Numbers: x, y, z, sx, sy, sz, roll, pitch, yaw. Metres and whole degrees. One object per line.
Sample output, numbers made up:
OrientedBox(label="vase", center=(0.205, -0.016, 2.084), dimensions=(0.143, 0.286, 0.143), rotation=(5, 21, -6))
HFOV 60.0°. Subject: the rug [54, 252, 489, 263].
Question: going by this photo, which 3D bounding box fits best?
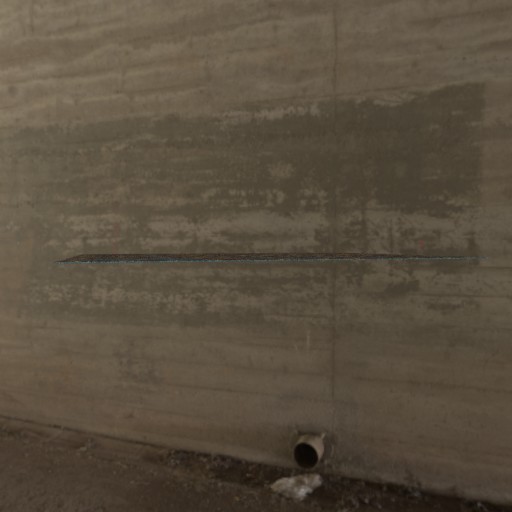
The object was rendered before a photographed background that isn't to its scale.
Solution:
OrientedBox(label="rug", center=(0.000, 0.000, 4.263), dimensions=(3.291, 0.013, 2.337), rotation=(0, 1, -18))
